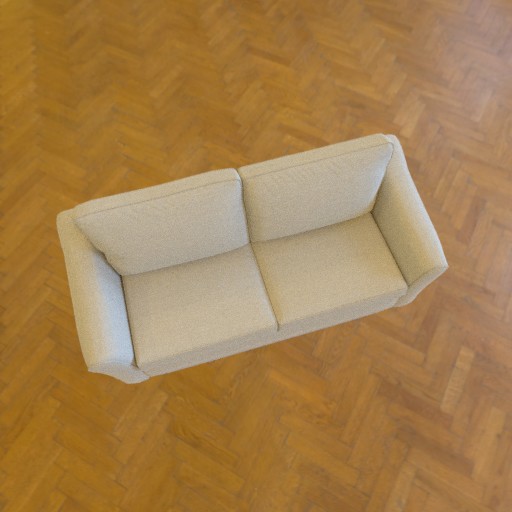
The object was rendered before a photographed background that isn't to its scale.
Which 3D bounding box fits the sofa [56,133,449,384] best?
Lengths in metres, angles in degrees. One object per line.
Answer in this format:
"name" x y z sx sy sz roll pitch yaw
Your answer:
"sofa" 0.000 0.000 2.867 2.270 0.965 0.980 -15 63 -8
